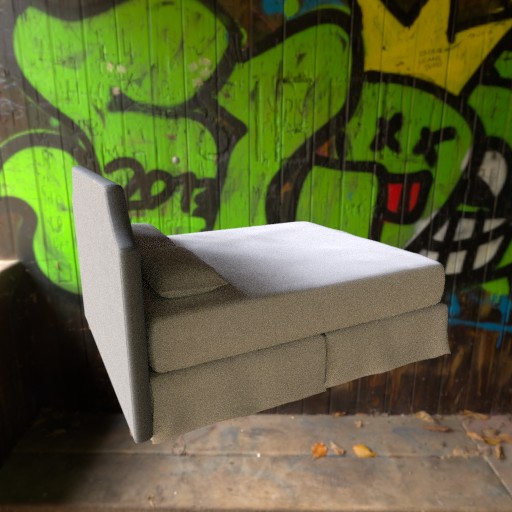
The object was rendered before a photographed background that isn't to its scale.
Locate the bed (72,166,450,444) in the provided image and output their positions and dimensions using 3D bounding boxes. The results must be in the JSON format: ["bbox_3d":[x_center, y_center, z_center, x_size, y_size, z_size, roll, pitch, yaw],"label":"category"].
[{"bbox_3d":[0.000,0.000,3.256,2.259,1.296,1.811,-8,18,-27],"label":"bed"}]
